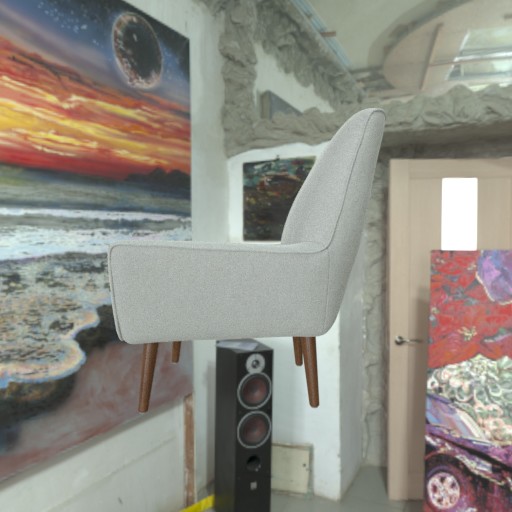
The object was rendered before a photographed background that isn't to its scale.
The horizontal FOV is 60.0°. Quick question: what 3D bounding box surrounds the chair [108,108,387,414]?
[{"bbox_3d":[0.000,0.000,1.527,0.822,0.888,0.787,0,2,0],"label":"chair"}]
